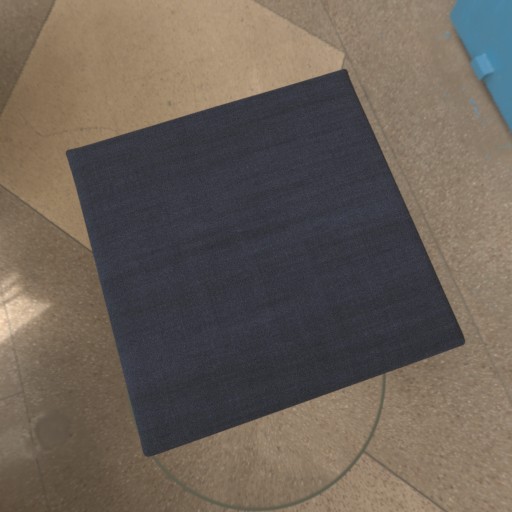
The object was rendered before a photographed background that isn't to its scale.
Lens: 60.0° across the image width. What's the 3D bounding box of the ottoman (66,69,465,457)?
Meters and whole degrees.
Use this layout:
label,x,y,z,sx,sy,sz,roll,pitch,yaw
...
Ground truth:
label,x,y,z,sx,sy,sz,roll,pitch,yaw
ottoman,0.000,0.000,1.383,0.890,0.411,0.889,-18,77,-4
